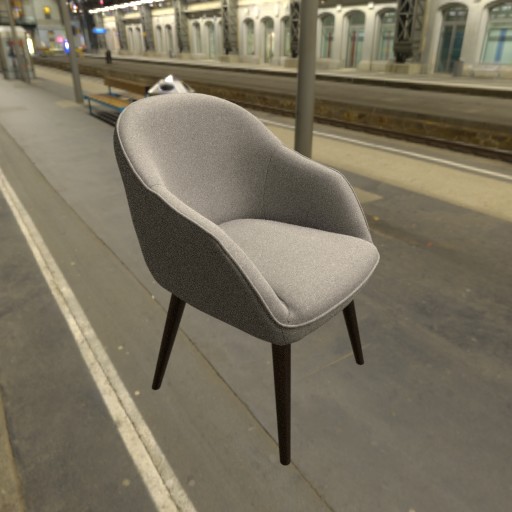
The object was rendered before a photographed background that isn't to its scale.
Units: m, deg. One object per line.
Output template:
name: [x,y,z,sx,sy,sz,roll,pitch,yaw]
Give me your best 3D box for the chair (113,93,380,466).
chair: [0.000,0.000,1.224,0.611,0.810,0.589,17,30,31]
